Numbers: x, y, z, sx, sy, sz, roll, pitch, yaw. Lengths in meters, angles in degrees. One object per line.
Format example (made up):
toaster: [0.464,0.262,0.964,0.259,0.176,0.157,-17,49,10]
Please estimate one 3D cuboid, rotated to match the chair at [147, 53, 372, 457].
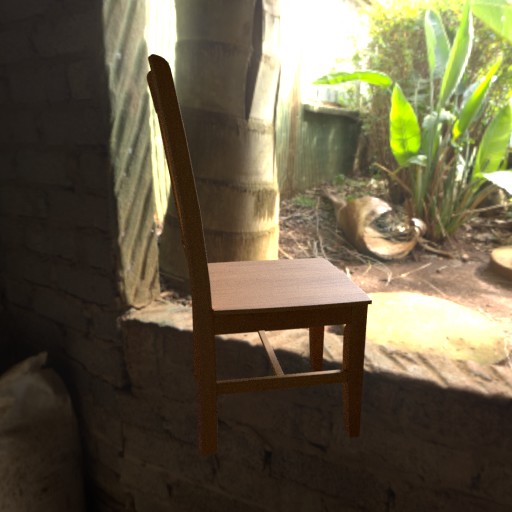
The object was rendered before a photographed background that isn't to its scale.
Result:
chair: [0.000,0.000,1.285,0.556,0.998,0.450,-3,16,-9]
